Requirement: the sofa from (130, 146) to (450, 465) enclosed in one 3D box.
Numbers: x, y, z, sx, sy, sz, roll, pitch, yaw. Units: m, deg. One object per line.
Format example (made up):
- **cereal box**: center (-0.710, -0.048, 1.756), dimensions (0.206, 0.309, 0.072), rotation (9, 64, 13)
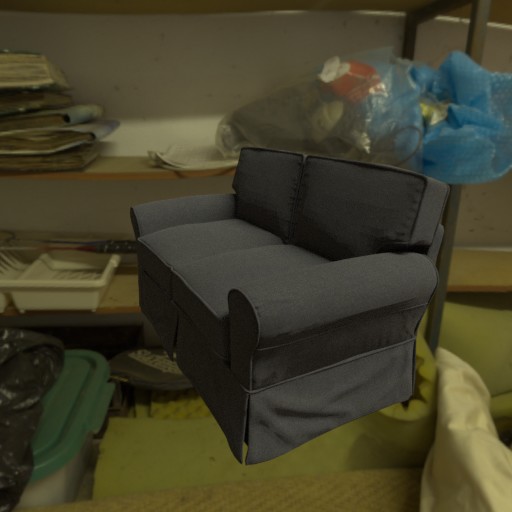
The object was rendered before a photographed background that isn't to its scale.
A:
- **sofa**: center (0.000, 0.000, 2.395), dimensions (0.997, 1.059, 1.801), rotation (-9, 20, -26)
